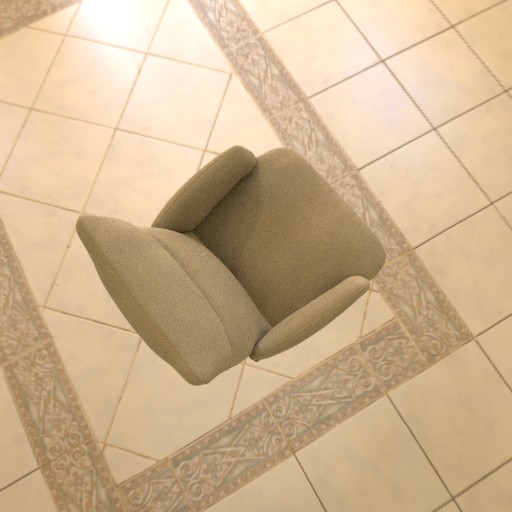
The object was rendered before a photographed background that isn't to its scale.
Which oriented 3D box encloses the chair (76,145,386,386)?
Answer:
[{"bbox_3d":[0.000,0.000,1.627,0.889,1.016,0.711,-38,78,-10],"label":"chair"}]
